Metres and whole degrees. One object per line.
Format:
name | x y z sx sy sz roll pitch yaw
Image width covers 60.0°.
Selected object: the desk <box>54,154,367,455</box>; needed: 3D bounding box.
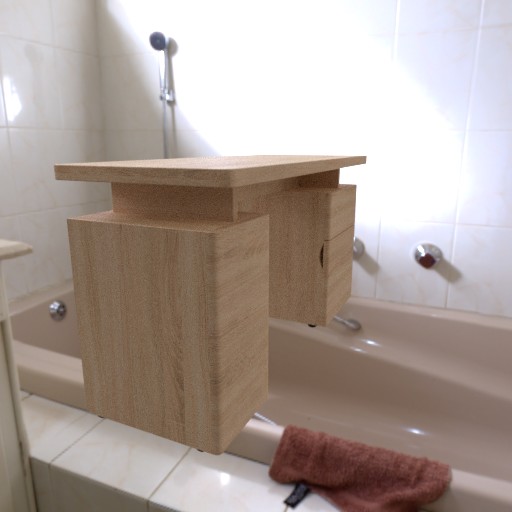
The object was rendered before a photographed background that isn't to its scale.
desk | 0.000 0.000 1.769 0.550 0.760 1.400 7 16 25
